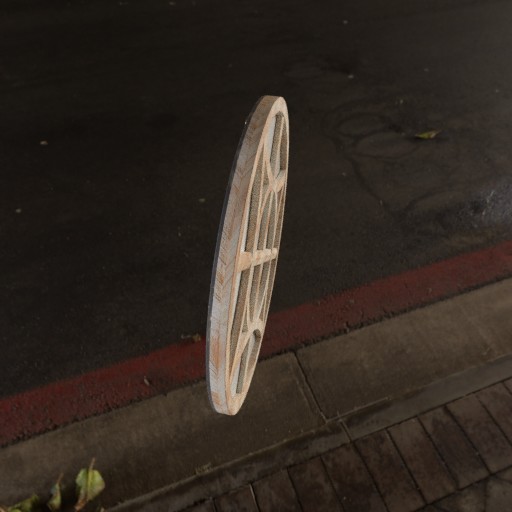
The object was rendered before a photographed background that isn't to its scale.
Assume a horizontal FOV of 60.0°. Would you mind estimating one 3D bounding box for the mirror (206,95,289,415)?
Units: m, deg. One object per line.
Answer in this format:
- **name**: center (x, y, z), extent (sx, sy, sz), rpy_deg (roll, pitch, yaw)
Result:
- **mirror**: center (0.000, 0.000, 1.043), extent (0.038, 0.710, 0.710), rpy_deg (9, 48, 8)
